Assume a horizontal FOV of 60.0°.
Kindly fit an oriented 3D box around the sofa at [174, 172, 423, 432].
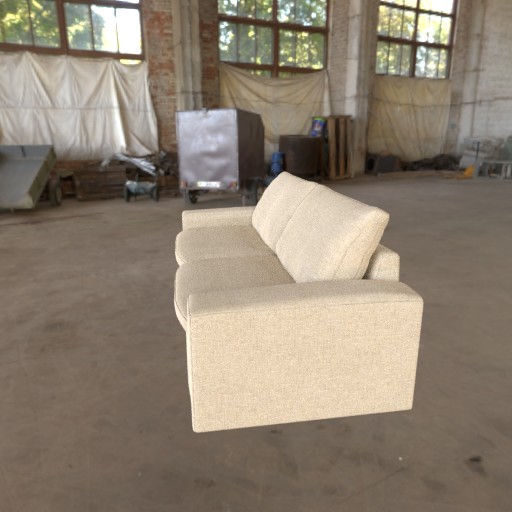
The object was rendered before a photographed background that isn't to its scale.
[{"bbox_3d":[0.000,0.000,2.879,1.040,0.922,2.299,-3,16,-9],"label":"sofa"}]
